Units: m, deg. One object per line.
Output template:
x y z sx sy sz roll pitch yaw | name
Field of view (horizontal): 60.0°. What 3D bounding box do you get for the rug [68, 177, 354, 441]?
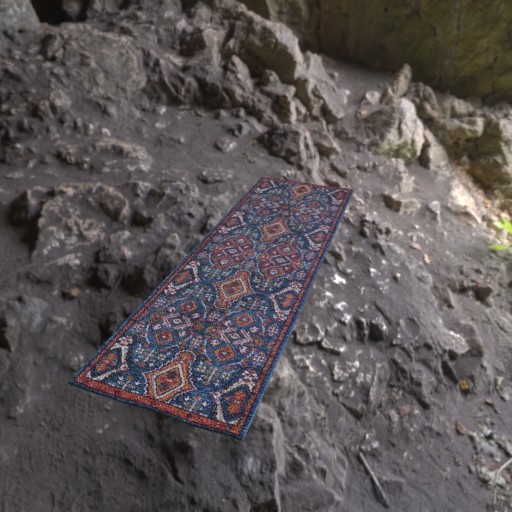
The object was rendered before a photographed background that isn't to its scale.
0.000 0.000 2.723 0.801 0.010 2.459 11 34 17 | rug
